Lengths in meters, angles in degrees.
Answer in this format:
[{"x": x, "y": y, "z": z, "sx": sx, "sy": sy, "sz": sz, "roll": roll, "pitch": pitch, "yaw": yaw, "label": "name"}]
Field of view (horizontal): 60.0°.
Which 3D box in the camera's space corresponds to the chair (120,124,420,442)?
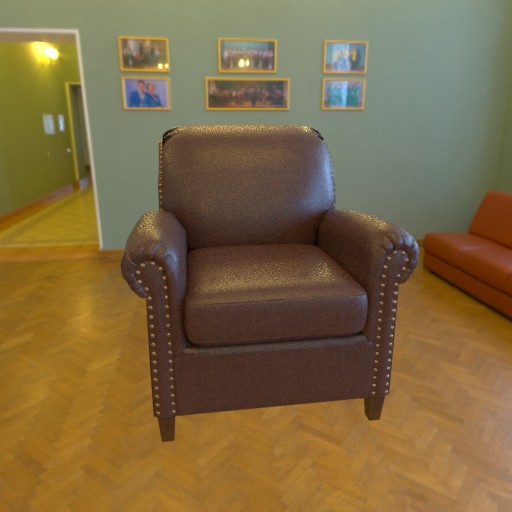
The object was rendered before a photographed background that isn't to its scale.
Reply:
[{"x": 0.000, "y": 0.000, "z": 1.625, "sx": 0.854, "sy": 0.927, "sz": 0.890, "roll": -3, "pitch": 17, "yaw": -8, "label": "chair"}]
